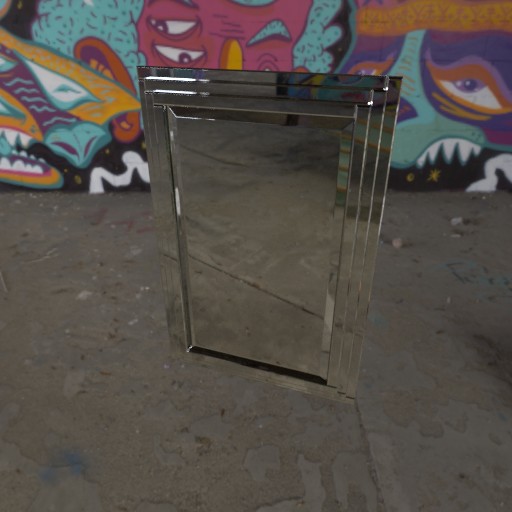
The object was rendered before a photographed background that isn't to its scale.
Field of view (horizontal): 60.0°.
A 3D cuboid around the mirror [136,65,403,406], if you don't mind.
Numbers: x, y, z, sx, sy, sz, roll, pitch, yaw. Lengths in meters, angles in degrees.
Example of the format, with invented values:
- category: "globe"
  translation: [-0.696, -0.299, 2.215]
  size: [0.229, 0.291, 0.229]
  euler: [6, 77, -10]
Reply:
- category: "mirror"
  translation: [0.000, 0.000, 1.181]
  size: [0.613, 0.914, 0.039]
  euler: [10, 30, 17]
